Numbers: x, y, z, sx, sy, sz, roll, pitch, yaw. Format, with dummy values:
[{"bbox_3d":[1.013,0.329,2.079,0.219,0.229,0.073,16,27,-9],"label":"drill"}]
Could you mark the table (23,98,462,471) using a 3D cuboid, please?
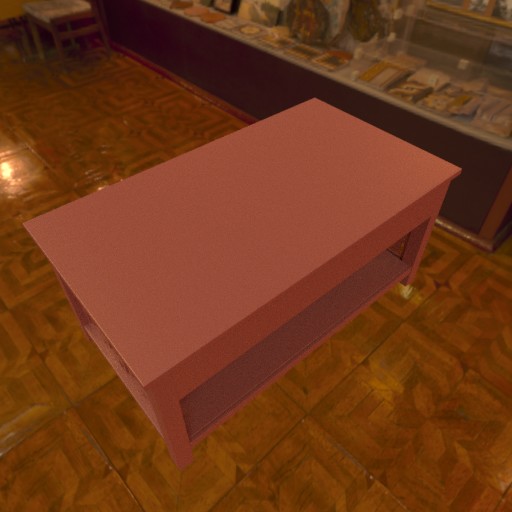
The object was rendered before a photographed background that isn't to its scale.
[{"bbox_3d":[0.000,0.000,1.393,1.068,0.493,0.612,-31,53,-27],"label":"table"}]
